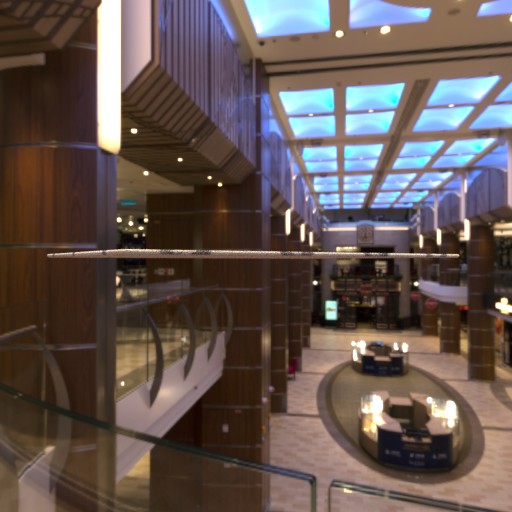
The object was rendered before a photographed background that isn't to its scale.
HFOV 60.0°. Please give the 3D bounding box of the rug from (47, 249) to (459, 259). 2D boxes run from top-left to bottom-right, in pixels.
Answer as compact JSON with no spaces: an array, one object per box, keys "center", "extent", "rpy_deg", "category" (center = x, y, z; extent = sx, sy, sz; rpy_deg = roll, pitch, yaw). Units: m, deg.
[{"center":[0.000,0.000,3.469],"extent":[2.701,0.026,1.801],"rpy_deg":[0,-1,-35],"category":"rug"}]
